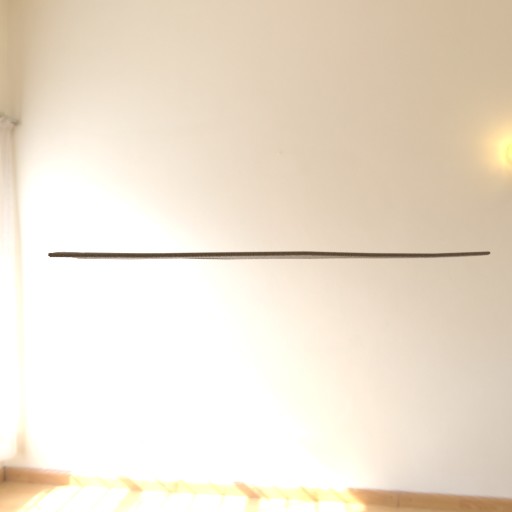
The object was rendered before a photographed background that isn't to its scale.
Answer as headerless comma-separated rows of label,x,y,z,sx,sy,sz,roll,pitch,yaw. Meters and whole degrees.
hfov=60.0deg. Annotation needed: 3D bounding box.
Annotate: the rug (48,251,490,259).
rug,0.000,0.000,2.317,1.829,0.034,1.252,0,-1,-18
